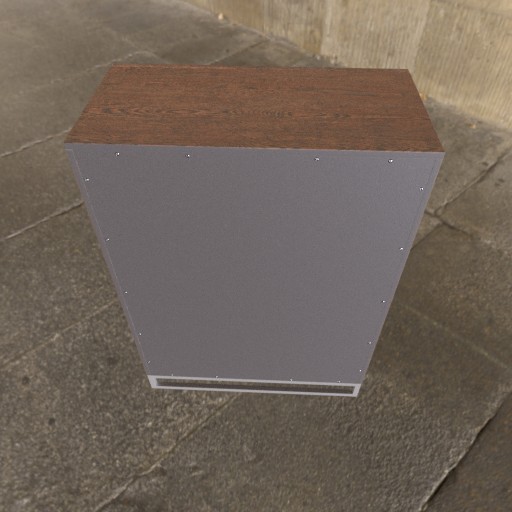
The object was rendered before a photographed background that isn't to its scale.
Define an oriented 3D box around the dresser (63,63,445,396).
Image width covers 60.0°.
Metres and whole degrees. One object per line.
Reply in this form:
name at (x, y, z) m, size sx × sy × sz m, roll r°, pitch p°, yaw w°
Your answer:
dresser at (0.000, 0.000, 1.768) m, size 0.965 × 1.321 × 0.508 m, roll 2°, pitch 46°, yaw 2°
